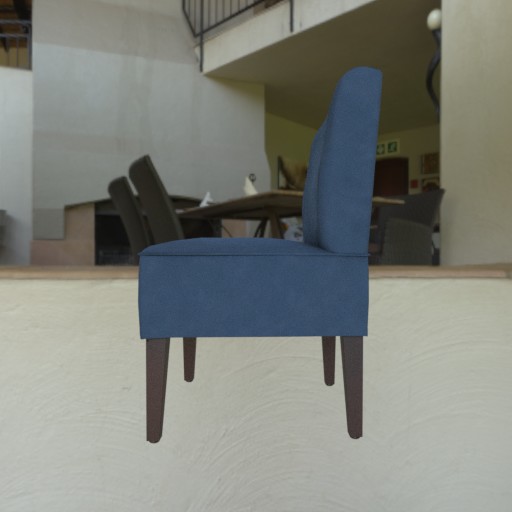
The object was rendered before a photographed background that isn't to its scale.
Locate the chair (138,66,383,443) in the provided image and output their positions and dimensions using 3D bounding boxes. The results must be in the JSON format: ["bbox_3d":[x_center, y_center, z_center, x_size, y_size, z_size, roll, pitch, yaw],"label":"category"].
[{"bbox_3d":[0.000,0.000,1.180,0.551,0.806,0.521,0,0,1],"label":"chair"}]
